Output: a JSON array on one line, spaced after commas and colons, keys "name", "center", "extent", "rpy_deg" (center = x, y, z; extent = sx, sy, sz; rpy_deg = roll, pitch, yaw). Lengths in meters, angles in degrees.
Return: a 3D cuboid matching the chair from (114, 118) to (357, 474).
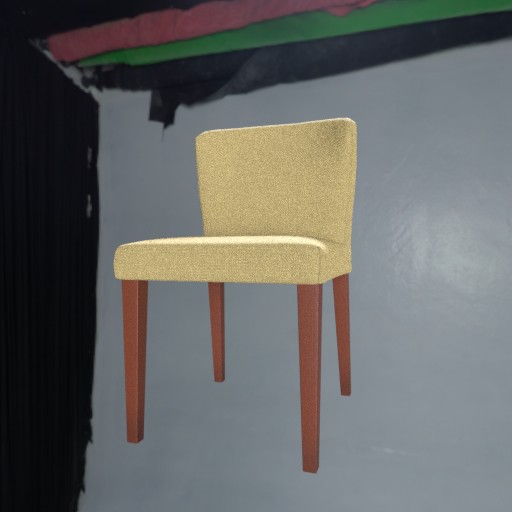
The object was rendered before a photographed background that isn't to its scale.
[{"name": "chair", "center": [0.000, 0.000, 1.179], "extent": [0.491, 0.839, 0.589], "rpy_deg": [0, 1, 19]}]
